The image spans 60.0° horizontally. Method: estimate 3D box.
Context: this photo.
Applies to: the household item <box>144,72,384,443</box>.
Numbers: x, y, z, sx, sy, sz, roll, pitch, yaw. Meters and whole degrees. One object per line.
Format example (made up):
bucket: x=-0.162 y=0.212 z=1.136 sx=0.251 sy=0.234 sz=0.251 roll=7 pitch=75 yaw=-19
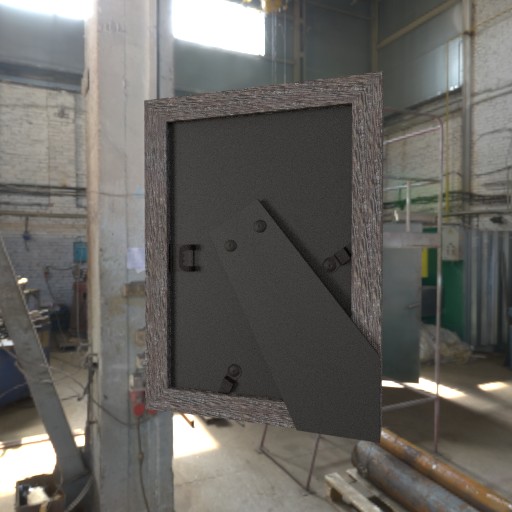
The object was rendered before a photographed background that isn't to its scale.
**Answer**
household item: x=0.000 y=0.000 z=0.243 sx=0.133 sy=0.180 sz=0.020 roll=0 pitch=1 yaw=18
